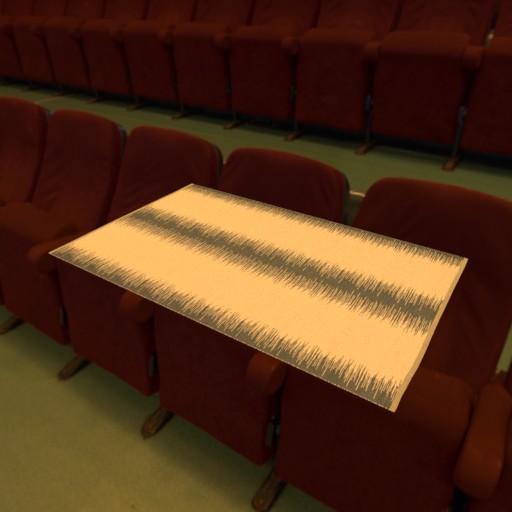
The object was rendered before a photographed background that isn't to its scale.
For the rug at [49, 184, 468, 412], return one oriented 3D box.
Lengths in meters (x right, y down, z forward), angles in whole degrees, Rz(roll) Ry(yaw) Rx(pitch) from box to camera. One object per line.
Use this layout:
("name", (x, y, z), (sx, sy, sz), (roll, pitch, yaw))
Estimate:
("rug", (0.000, 0.000, 3.034), (2.453, 0.003, 1.519), (19, 36, 28))
